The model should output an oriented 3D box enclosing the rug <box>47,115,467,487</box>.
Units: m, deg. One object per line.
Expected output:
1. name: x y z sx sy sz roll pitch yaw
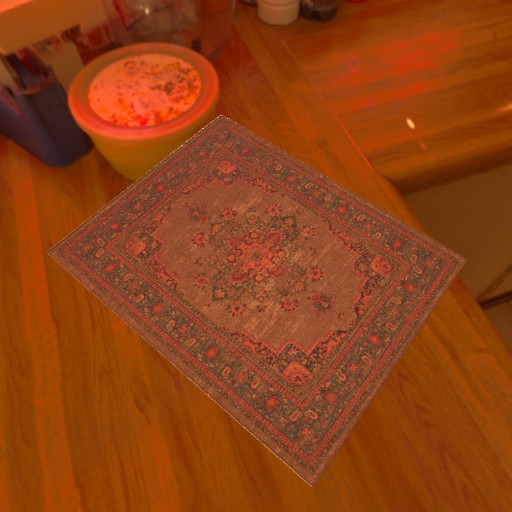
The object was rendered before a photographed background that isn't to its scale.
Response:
1. rug: 0.000 0.000 4.109 3.057 0.013 2.434 35 65 19
